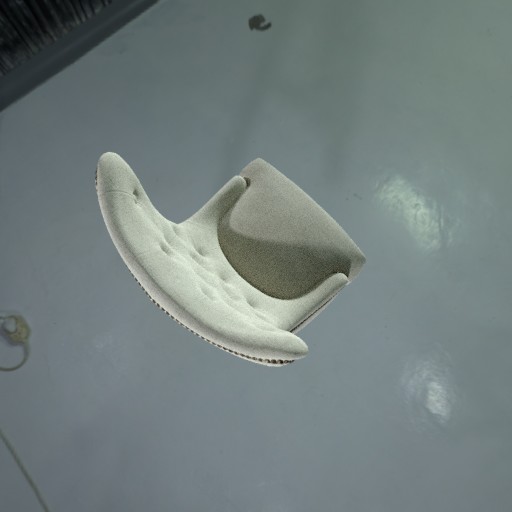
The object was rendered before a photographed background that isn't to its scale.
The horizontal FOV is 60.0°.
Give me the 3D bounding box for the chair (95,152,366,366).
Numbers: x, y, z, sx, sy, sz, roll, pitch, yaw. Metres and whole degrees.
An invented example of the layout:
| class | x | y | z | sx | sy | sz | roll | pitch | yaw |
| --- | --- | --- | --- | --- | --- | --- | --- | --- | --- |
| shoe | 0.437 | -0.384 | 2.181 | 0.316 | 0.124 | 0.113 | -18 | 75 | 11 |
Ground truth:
| class | x | y | z | sx | sy | sz | roll | pitch | yaw |
| --- | --- | --- | --- | --- | --- | --- | --- | --- | --- |
| chair | 0.000 | 0.000 | 1.392 | 0.590 | 1.065 | 0.584 | -44 | 80 | -10 |
